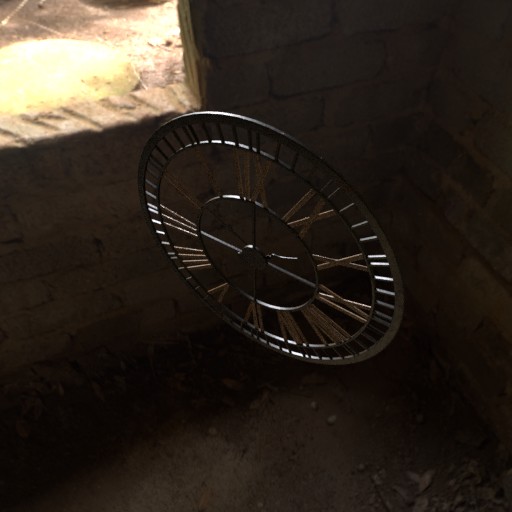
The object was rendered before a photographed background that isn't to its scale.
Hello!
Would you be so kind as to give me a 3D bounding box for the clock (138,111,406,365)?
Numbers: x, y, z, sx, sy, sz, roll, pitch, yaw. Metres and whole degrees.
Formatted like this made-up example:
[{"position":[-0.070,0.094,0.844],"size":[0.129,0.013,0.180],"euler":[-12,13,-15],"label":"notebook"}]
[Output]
[{"position":[0.000,0.000,1.238],"size":[0.843,0.843,0.025],"euler":[25,52,22],"label":"clock"}]
